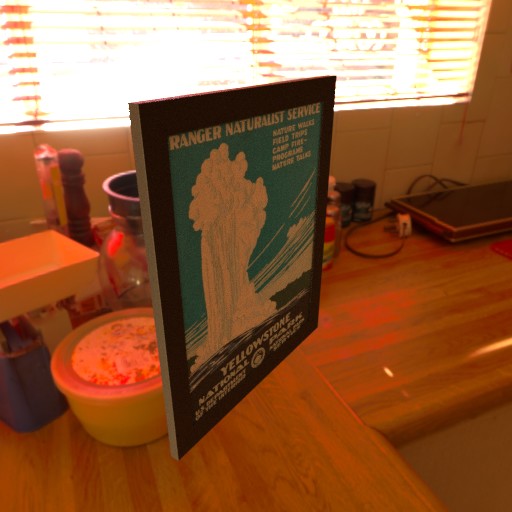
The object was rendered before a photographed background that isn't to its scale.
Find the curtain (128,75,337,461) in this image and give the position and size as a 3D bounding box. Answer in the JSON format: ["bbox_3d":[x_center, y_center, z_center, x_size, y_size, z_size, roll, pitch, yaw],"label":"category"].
[{"bbox_3d":[0.000,0.000,0.811,0.027,0.585,0.483,18,32,32],"label":"curtain"}]
